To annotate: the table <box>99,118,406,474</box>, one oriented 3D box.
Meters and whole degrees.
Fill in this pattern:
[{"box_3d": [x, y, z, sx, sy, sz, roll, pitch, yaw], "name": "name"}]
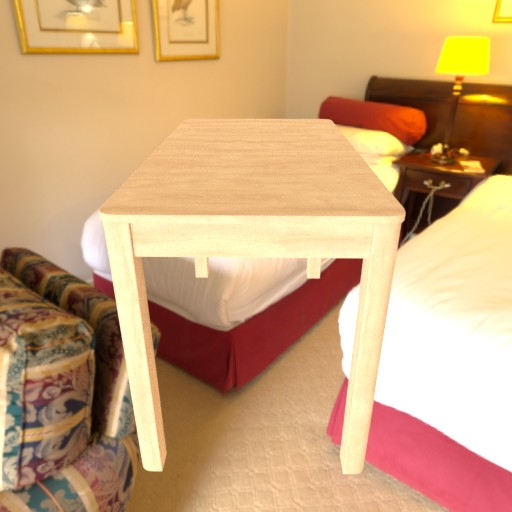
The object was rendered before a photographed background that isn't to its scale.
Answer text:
[{"box_3d": [0.000, 0.000, 1.872, 0.750, 0.900, 1.400, 0, 26, 1], "name": "table"}]
